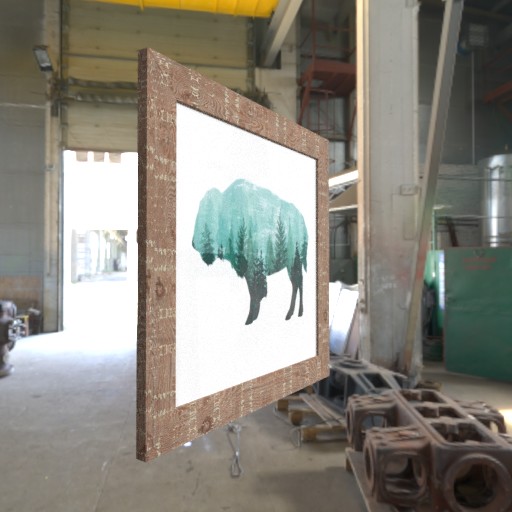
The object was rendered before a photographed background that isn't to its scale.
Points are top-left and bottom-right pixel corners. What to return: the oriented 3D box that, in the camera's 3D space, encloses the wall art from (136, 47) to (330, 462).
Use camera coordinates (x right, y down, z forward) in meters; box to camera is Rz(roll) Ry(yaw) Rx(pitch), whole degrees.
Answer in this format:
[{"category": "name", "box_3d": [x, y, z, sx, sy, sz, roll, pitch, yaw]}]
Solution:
[{"category": "wall art", "box_3d": [0.000, 0.000, 0.567, 0.022, 0.380, 0.380, -1, -1, 35]}]
